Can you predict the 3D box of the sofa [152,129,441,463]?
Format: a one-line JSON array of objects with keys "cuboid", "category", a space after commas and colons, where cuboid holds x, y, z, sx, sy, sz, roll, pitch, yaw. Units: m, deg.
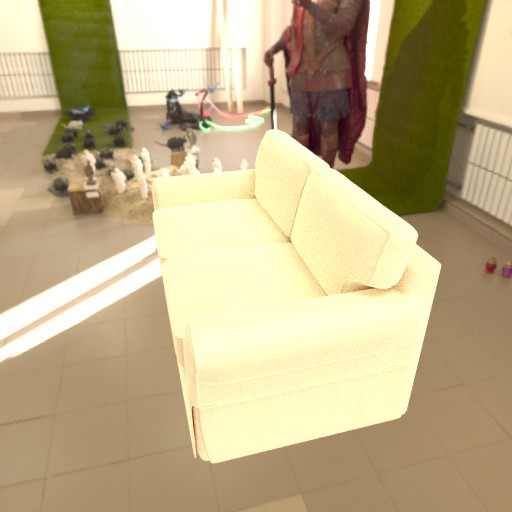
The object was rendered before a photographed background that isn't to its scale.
[{"cuboid": [0.000, 0.000, 2.356, 0.991, 0.940, 1.727, -8, 30, -14], "category": "sofa"}]
